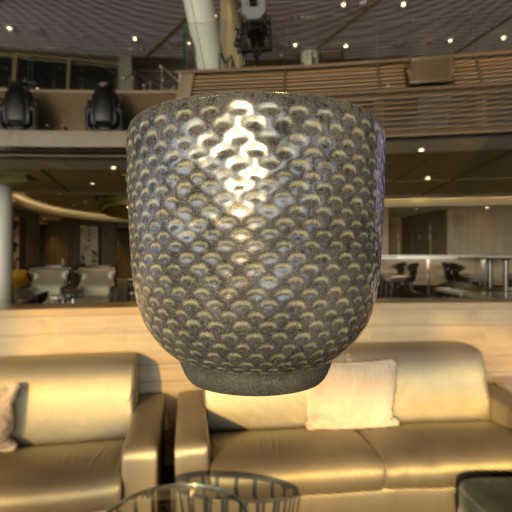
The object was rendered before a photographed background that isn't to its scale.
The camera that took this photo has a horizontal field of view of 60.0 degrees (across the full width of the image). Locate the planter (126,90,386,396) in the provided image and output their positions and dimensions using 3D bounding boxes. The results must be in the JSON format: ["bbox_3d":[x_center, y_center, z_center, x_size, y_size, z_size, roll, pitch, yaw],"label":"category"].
[{"bbox_3d":[0.000,0.000,0.350,0.197,0.191,0.197,0,0,0],"label":"planter"}]
